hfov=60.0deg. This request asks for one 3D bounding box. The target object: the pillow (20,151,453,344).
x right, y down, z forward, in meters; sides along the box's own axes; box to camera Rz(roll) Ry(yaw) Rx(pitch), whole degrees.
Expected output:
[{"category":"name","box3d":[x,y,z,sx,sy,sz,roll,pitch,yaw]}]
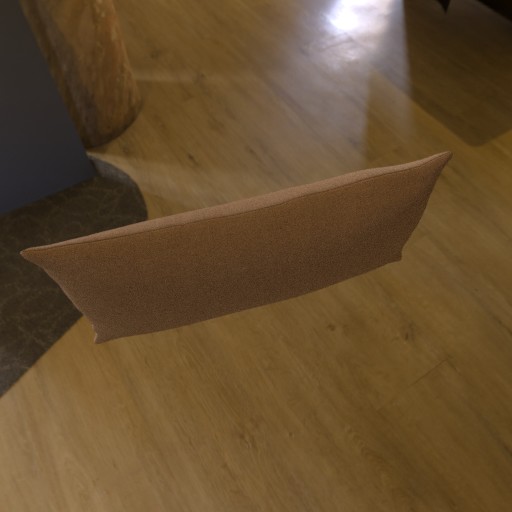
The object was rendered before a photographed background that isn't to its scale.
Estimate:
[{"category":"pillow","box3d":[0.000,0.000,0.720,0.612,0.308,0.148,-15,60,-9]}]
